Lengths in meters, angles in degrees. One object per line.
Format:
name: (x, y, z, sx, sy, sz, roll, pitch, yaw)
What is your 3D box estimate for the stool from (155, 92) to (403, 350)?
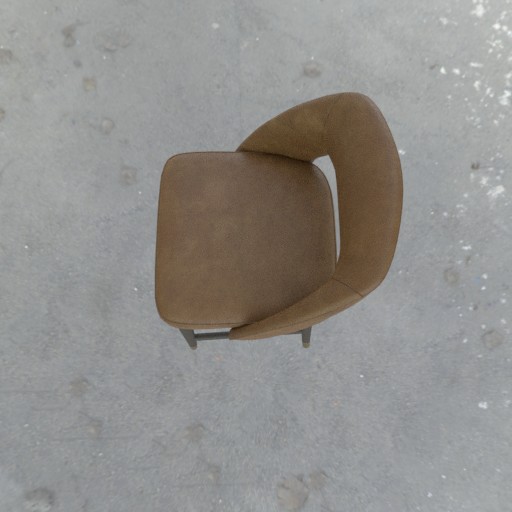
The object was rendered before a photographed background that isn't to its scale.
stool: (0.000, 0.000, 1.259, 0.509, 1.037, 0.494, -1, 74, 0)
